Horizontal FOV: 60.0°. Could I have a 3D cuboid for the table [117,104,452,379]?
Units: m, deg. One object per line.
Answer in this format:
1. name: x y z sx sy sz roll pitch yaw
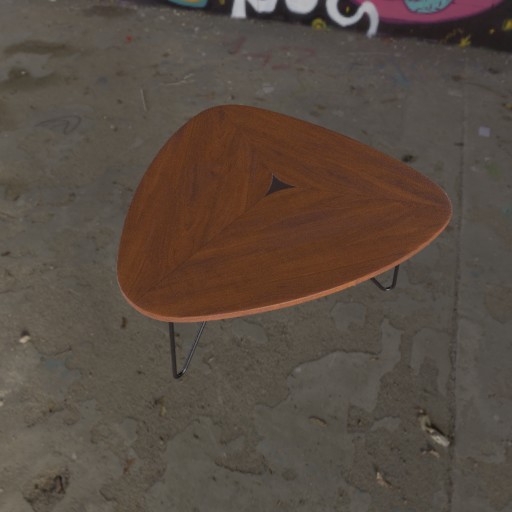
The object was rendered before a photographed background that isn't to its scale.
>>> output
1. table: 0.000 0.000 1.291 0.833 0.413 0.821 30 54 25
